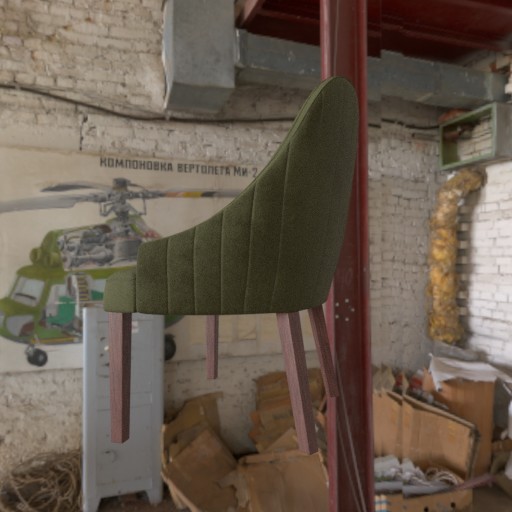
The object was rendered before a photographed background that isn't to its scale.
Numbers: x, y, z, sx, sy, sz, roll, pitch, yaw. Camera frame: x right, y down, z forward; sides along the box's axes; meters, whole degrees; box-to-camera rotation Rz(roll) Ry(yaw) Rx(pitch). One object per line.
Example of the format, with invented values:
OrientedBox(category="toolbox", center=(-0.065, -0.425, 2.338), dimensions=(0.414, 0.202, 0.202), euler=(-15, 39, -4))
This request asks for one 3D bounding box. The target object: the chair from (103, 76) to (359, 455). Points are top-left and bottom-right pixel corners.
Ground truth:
OrientedBox(category="chair", center=(0.000, 0.000, 1.266), dimensions=(0.575, 0.889, 0.643), euler=(0, 0, 17))
